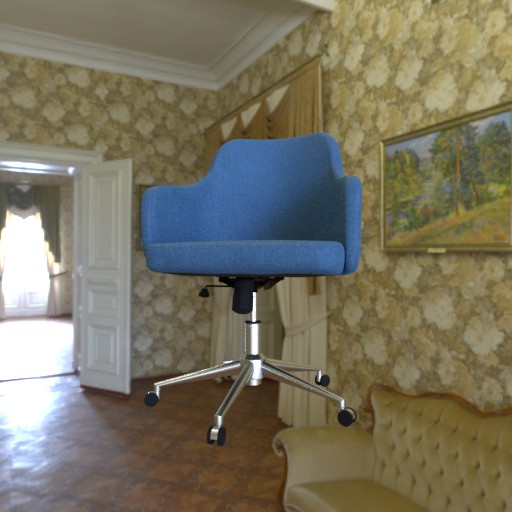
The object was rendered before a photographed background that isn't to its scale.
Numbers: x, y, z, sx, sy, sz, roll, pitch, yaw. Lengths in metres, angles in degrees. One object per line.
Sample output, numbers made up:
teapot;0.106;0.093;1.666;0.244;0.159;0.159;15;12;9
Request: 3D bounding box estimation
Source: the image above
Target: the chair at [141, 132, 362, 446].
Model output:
chair;0.000;0.000;1.259;0.599;0.820;0.655;0;-1;17
